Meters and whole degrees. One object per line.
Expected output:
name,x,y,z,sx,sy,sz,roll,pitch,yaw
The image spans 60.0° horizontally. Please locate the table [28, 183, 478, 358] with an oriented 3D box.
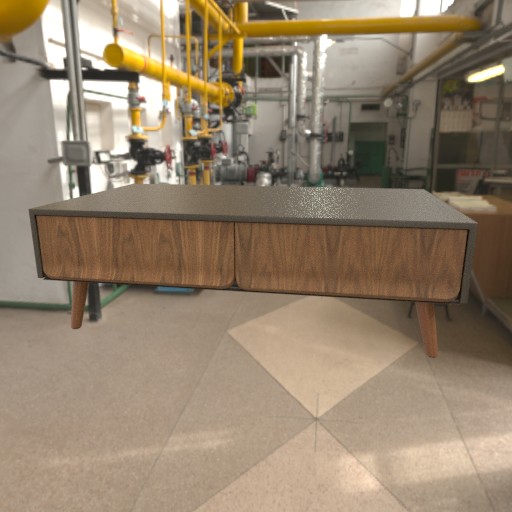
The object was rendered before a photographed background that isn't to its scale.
table,0.000,0.000,1.538,1.201,0.404,0.703,3,16,10
